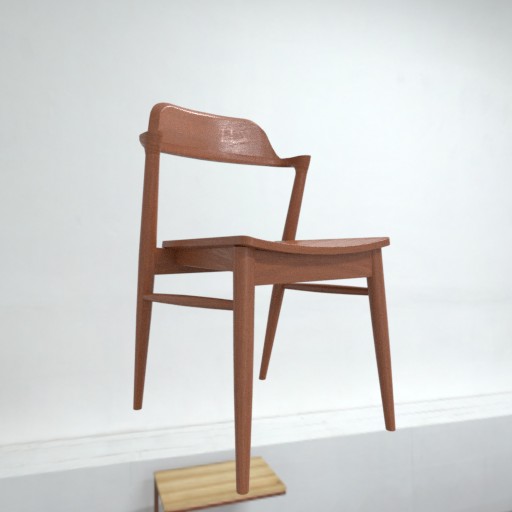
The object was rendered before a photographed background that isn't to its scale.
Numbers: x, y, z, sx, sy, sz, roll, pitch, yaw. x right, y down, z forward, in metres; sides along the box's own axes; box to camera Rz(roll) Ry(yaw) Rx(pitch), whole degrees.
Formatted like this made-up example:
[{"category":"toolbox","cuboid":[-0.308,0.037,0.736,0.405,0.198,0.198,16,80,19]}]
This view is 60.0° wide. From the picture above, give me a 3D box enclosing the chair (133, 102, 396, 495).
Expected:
[{"category":"chair","cuboid":[0.000,0.000,1.077,0.496,0.801,0.499,-1,2,-37]}]
